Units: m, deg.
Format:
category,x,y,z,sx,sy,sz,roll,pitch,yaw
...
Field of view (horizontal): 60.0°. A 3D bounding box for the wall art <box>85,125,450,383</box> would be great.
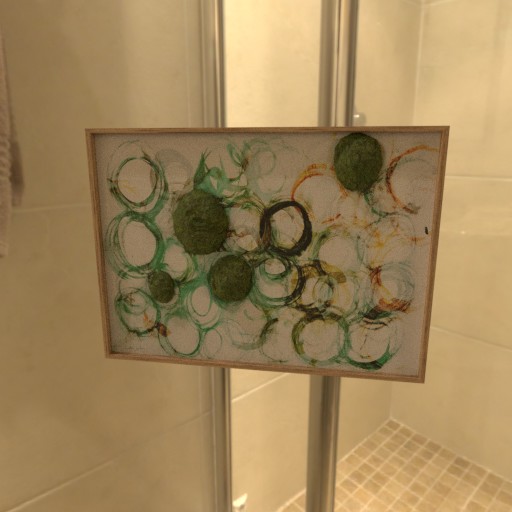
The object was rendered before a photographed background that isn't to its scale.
category,x,y,z,sx,sy,sz,roll,pitch,yaw
wall art,0.000,0.000,1.092,0.841,0.609,0.063,2,14,9
